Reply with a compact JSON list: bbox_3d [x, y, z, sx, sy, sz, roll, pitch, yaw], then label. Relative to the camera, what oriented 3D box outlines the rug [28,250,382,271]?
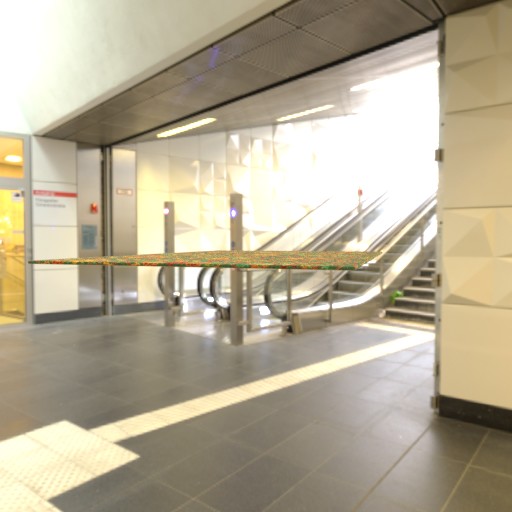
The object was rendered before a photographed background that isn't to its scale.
[{"bbox_3d":[0.000,0.000,2.945,1.527,0.016,2.290,1,2,18],"label":"rug"}]
